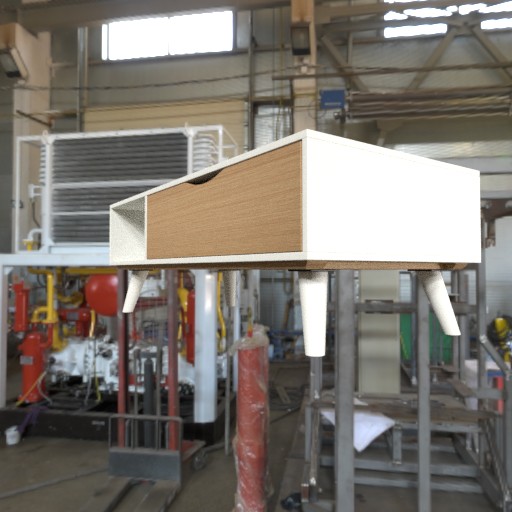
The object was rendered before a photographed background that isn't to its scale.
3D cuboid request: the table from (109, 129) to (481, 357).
[{"bbox_3d":[0.000,0.000,1.480,0.609,0.432,1.194,1,-2,-35],"label":"table"}]
